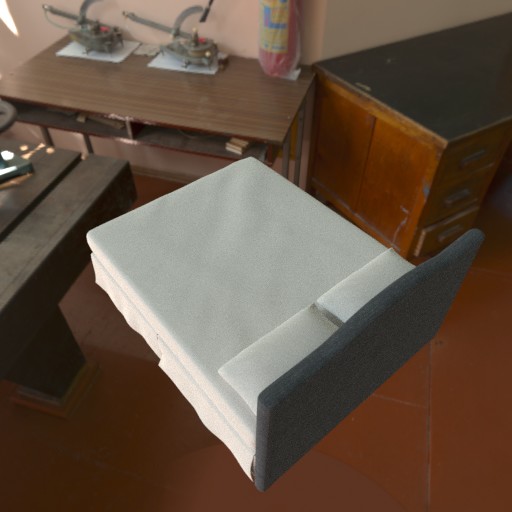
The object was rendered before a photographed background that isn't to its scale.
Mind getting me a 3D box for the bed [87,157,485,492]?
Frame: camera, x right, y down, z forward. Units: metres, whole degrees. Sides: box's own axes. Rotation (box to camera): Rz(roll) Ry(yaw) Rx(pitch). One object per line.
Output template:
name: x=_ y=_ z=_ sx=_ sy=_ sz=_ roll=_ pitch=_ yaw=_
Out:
bed: x=0.000 y=0.000 z=3.856 sx=2.161 sy=1.457 sz=2.689 roll=-31 pitch=53 yaw=-26
